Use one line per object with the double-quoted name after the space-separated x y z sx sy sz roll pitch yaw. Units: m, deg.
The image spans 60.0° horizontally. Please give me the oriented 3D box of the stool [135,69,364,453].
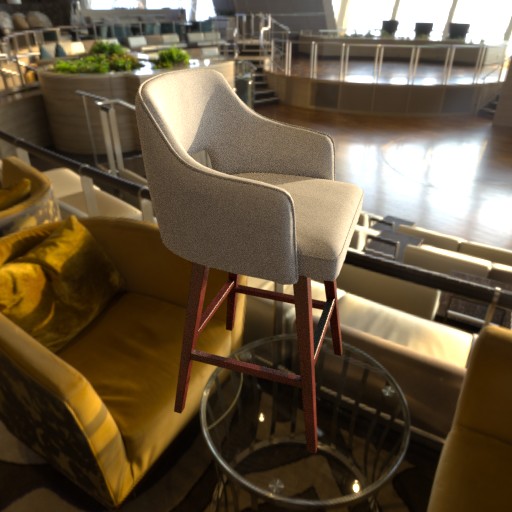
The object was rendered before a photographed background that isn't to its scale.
0.000 0.000 1.348 0.558 1.012 0.548 10 31 17 "stool"
